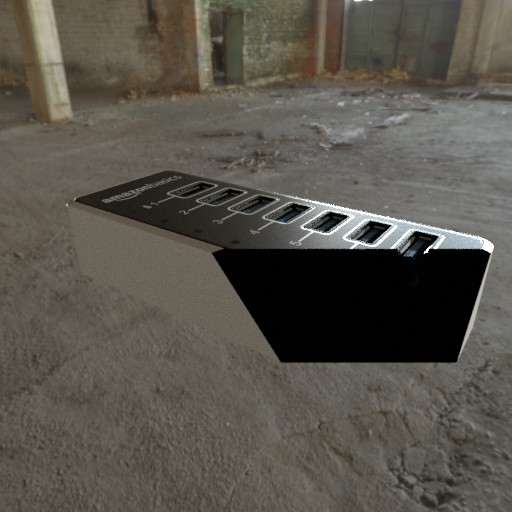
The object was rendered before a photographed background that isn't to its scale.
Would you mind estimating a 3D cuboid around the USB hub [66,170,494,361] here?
[{"bbox_3d":[0.000,0.000,0.123,0.110,0.023,0.044,17,31,31],"label":"USB hub"}]
